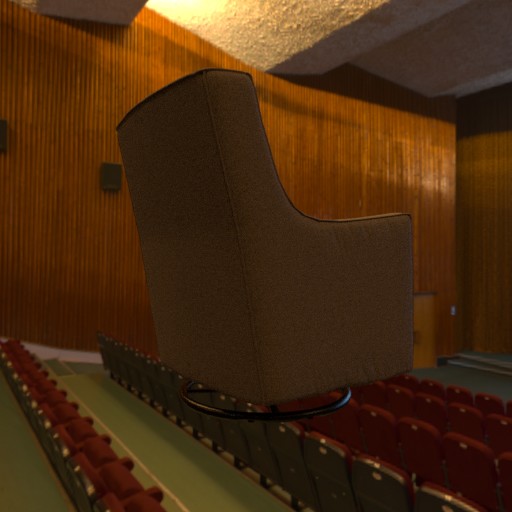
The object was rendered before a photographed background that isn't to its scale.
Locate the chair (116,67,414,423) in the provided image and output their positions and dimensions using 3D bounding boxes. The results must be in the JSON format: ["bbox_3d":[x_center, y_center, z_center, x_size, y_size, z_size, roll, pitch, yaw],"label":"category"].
[{"bbox_3d":[0.000,0.000,1.586,0.879,0.993,0.732,0,-1,-36],"label":"chair"}]
